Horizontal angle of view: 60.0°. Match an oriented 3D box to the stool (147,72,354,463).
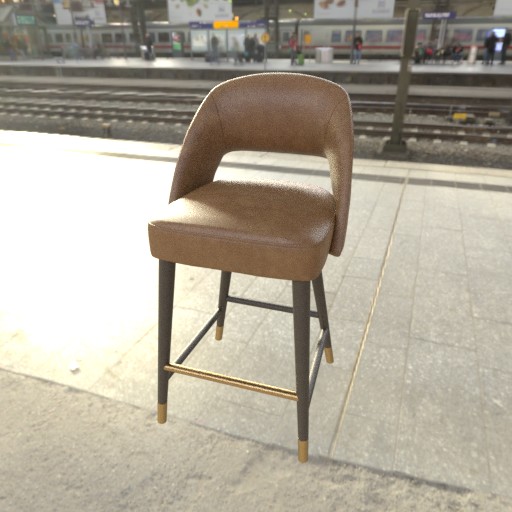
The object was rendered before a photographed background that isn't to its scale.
[{"bbox_3d":[0.000,0.000,1.262,0.494,0.940,0.509,8,27,16],"label":"stool"}]
